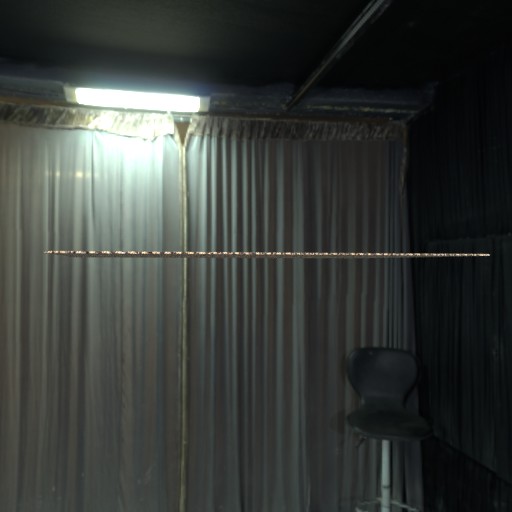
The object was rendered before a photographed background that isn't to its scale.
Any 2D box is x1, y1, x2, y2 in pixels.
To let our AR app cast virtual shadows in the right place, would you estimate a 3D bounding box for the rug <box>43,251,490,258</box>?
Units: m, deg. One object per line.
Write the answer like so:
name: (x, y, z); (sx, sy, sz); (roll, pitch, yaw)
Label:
rug: (0.000, 0.000, 2.276); (1.828, 0.008, 1.219); (0, -1, -18)
